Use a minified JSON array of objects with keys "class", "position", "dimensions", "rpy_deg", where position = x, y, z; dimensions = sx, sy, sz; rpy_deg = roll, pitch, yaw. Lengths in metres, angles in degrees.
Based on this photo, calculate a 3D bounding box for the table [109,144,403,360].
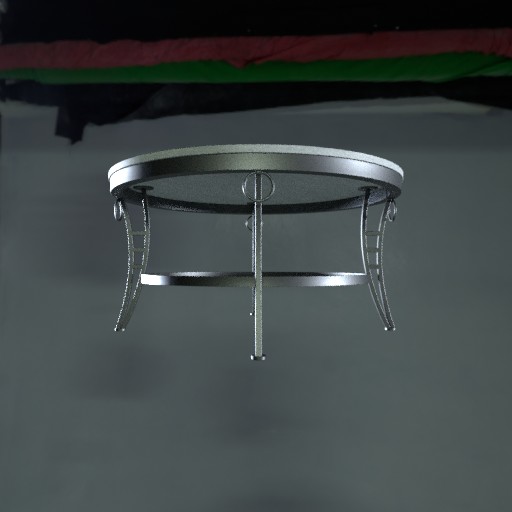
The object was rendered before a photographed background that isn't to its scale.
[{"class":"table","position":[0.000,0.000,1.405],"dimensions":[0.889,0.470,0.889],"rpy_deg":[0,-1,0]}]
